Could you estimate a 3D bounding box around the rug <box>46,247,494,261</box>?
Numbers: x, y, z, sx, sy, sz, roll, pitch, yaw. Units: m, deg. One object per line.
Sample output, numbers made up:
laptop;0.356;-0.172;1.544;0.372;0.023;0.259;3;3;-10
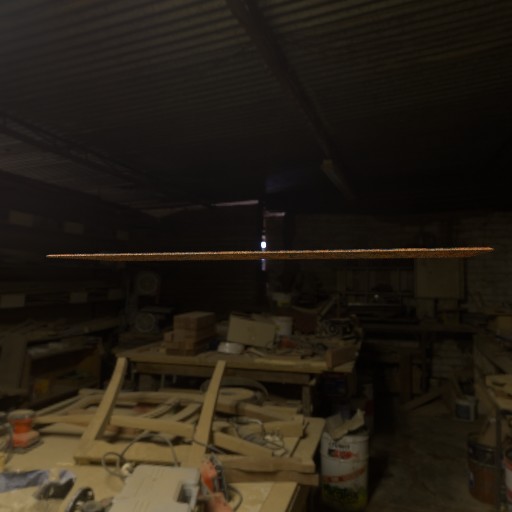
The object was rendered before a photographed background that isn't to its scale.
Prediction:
rug;0.000;0.000;1.993;1.820;0.013;0.556;-1;-2;18
